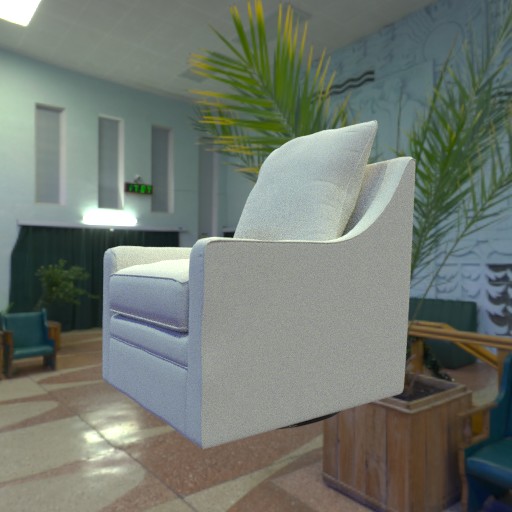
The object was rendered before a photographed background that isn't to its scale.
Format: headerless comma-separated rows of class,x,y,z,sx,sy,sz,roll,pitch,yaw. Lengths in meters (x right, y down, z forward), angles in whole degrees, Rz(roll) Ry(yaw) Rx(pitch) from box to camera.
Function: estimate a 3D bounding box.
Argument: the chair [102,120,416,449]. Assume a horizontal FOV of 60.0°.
chair,0.000,0.000,1.578,0.876,0.965,0.756,1,-1,-36
